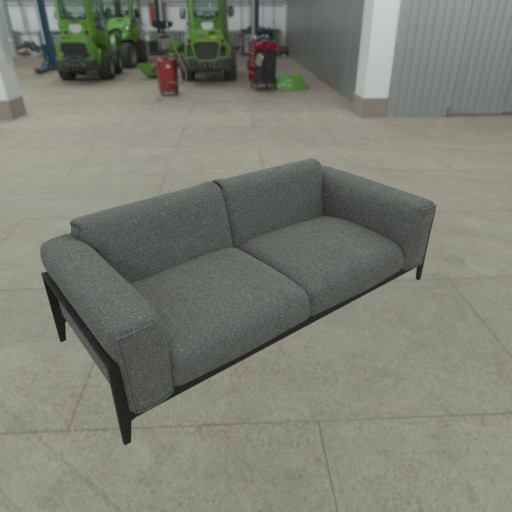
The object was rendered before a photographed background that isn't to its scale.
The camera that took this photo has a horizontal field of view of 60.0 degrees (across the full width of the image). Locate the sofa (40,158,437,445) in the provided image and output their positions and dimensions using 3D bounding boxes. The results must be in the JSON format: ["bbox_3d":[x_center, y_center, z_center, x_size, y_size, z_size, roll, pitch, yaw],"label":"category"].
[{"bbox_3d":[0.000,0.000,2.578,2.125,0.703,0.985,-21,35,-33],"label":"sofa"}]
